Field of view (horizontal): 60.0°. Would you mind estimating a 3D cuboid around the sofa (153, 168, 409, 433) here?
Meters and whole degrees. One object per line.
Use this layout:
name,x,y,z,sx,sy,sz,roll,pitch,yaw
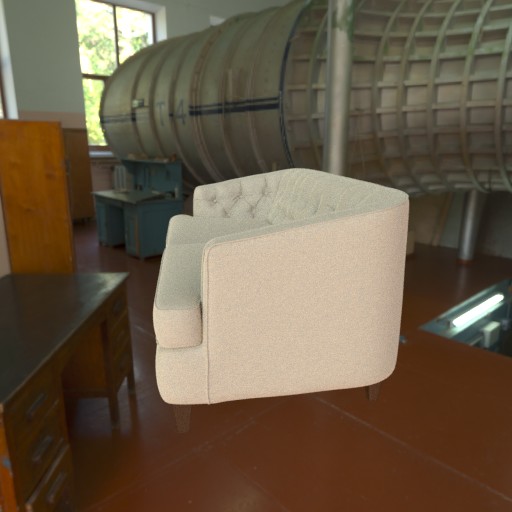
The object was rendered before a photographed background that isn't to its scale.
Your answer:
sofa,0.000,0.000,2.231,0.941,0.855,1.733,-2,15,-8
